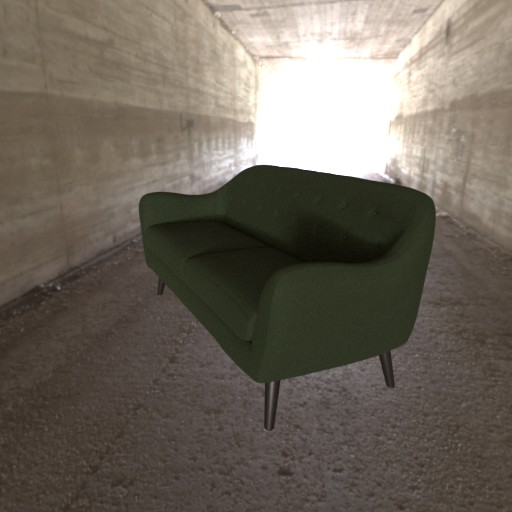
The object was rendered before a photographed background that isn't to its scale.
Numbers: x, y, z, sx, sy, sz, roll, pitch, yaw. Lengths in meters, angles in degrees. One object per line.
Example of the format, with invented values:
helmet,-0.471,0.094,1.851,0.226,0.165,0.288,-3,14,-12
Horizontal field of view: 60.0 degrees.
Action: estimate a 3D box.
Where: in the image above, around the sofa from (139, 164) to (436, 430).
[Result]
sofa,0.000,0.000,2.305,0.820,0.836,1.840,-8,18,-26
